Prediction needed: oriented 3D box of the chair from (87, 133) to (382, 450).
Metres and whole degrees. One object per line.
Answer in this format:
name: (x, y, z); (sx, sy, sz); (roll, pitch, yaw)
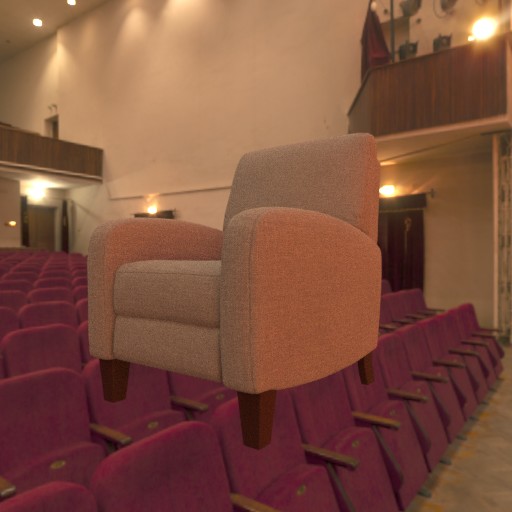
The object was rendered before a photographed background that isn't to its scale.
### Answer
chair: (0.000, 0.000, 1.665); (0.762, 0.990, 0.990); (0, 0, 37)
